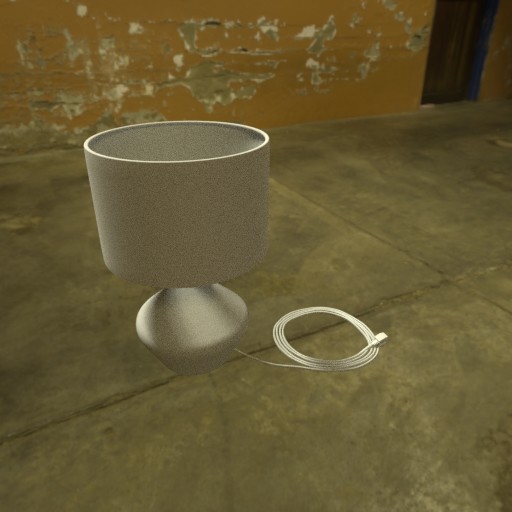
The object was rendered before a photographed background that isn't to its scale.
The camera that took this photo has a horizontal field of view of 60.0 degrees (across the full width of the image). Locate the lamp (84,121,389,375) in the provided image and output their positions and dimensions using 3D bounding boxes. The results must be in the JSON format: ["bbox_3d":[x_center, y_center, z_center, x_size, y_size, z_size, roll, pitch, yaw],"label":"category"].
[{"bbox_3d":[0.000,0.000,0.859,0.546,0.457,0.401,8,29,16],"label":"lamp"}]
